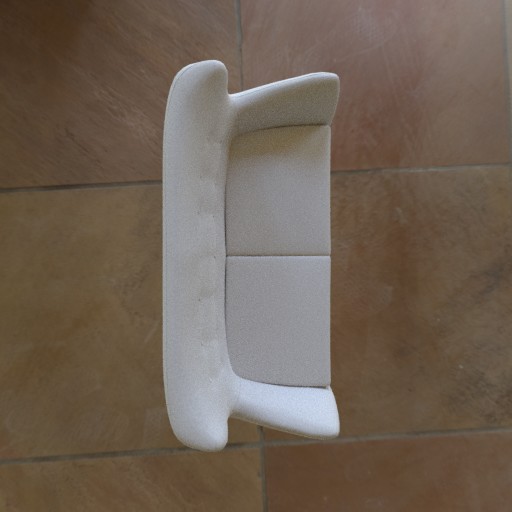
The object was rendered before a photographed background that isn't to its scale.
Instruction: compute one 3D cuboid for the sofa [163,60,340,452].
[{"bbox_3d":[0.000,0.000,2.479,0.899,0.890,1.930,0,90,-1],"label":"sofa"}]
